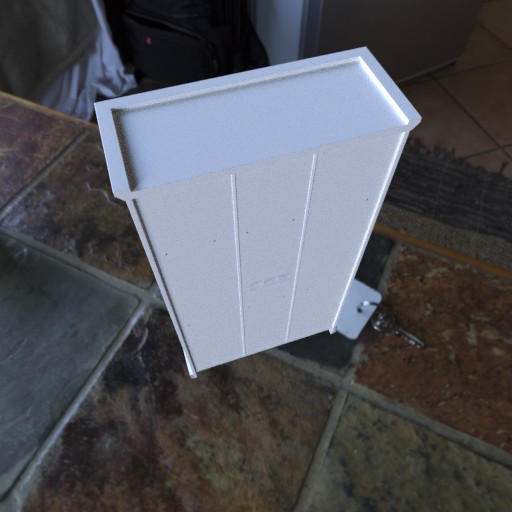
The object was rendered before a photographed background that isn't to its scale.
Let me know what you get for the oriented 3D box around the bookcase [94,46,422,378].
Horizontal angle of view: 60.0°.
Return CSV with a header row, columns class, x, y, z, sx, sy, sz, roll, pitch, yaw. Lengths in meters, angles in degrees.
class,x,y,z,sx,sy,sz,roll,pitch,yaw
bookcase,0.000,0.000,2.322,1.050,1.880,0.432,-16,59,-10
